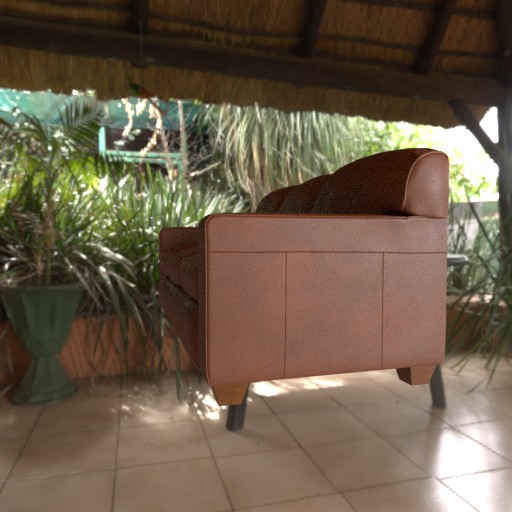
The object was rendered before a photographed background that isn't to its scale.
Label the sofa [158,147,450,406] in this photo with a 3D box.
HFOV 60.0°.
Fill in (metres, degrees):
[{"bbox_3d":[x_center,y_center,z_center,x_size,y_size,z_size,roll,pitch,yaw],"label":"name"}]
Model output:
[{"bbox_3d":[0.000,0.000,2.532,1.008,0.953,2.039,-1,2,-16],"label":"sofa"}]
